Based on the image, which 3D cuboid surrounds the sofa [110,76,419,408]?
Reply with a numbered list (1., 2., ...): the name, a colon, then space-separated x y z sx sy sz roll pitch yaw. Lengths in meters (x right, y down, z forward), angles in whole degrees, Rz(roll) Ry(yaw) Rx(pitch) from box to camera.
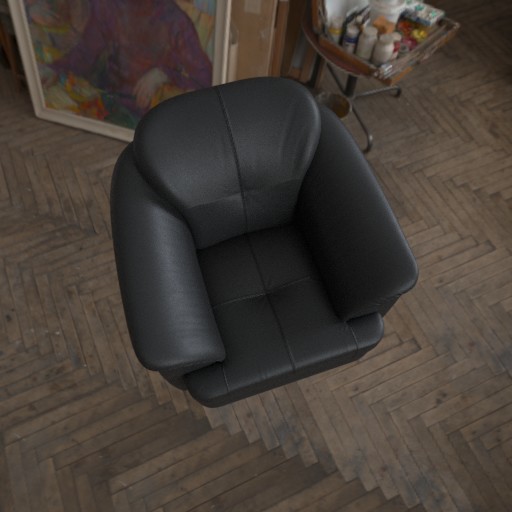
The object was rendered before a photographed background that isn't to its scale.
1. sofa: 0.000 0.000 1.502 0.870 0.811 0.794 -16 65 -8
